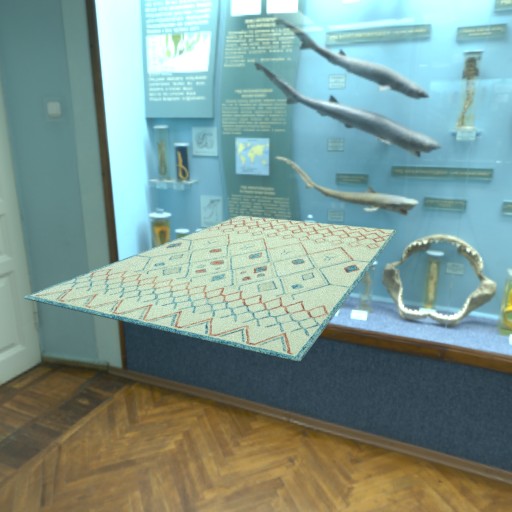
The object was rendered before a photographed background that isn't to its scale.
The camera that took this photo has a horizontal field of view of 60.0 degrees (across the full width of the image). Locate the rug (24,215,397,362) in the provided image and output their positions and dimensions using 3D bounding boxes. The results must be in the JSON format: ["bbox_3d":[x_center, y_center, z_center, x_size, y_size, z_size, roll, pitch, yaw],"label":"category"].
[{"bbox_3d":[0.000,0.000,3.052,1.524,0.015,2.438,8,18,24],"label":"rug"}]
